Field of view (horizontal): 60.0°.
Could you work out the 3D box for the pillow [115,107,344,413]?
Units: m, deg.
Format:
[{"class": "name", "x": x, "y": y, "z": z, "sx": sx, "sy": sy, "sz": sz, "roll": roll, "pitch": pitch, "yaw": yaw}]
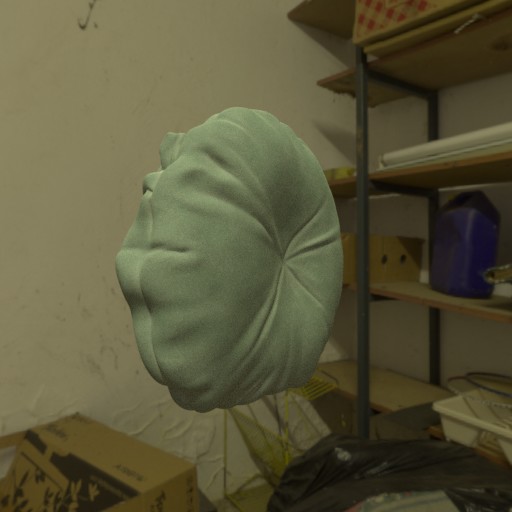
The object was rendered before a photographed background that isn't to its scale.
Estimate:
[{"class": "pillow", "x": 0.000, "y": 0.000, "z": 0.642, "sx": 0.148, "sy": 0.407, "sz": 0.428, "roll": -1, "pitch": -2, "yaw": 37}]
